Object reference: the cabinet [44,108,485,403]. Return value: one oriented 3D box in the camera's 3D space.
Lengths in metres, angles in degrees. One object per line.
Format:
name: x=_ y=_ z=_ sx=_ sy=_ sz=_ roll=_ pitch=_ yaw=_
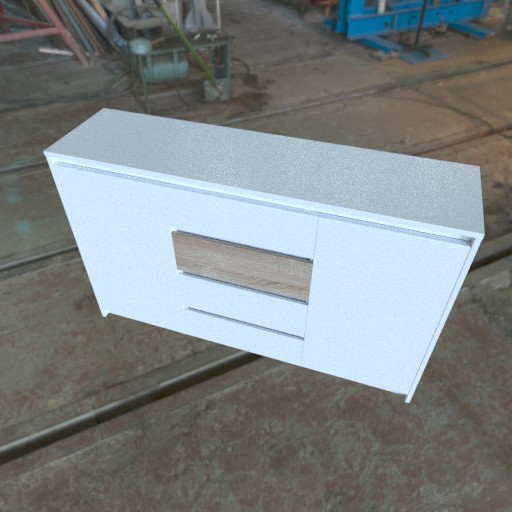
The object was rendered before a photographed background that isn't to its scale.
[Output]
cabinet: x=0.000 y=0.000 z=1.822 sx=1.450 sy=0.900 sz=0.380 roll=13 pitch=44 yaw=14
